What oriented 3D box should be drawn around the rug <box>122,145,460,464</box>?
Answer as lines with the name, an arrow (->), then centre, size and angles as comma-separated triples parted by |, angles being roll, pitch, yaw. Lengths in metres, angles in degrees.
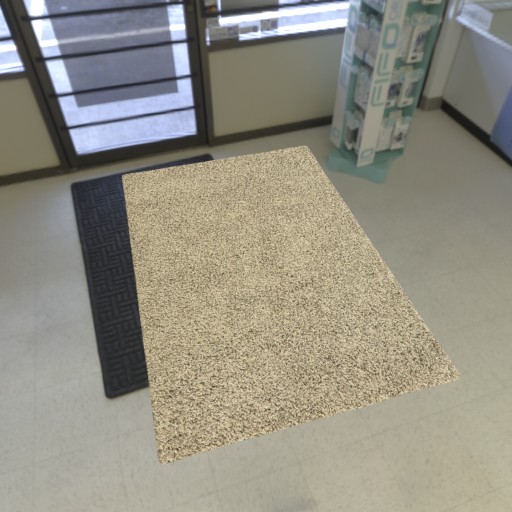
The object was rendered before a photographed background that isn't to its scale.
rug -> 0.000, 0.000, 2.269 | 1.219, 0.030, 1.778 | -12, 47, -11
